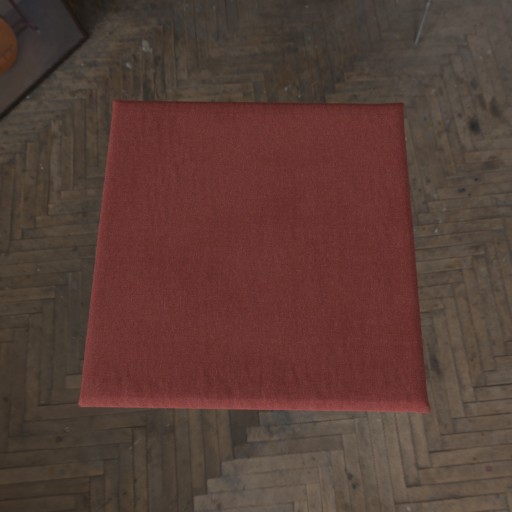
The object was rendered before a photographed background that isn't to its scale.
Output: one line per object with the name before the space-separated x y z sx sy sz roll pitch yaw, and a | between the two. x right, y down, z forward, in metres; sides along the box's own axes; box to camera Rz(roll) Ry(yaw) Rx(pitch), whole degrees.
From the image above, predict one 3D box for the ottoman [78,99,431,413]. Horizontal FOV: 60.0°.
ottoman | 0.000 0.000 1.377 0.889 0.411 0.890 1 75 0
